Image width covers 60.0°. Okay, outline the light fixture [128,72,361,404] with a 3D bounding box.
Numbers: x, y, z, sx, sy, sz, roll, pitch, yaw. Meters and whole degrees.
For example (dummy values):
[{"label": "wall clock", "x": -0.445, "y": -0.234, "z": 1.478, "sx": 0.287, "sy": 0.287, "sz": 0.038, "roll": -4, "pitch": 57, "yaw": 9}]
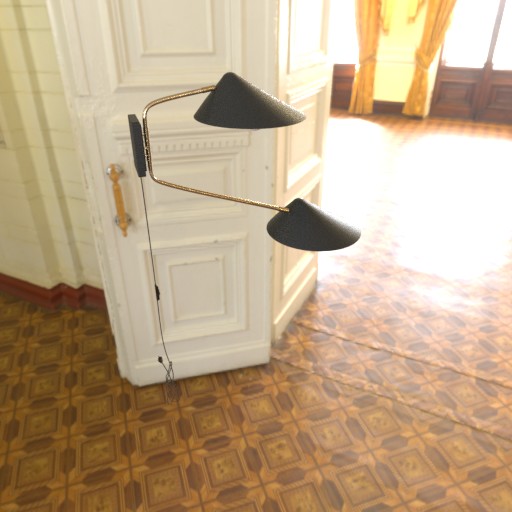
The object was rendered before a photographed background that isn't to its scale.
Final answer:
[{"label": "light fixture", "x": 0.000, "y": 0.000, "z": 0.858, "sx": 0.422, "sy": 0.665, "sz": 0.189, "roll": -10, "pitch": 31, "yaw": -17}]
